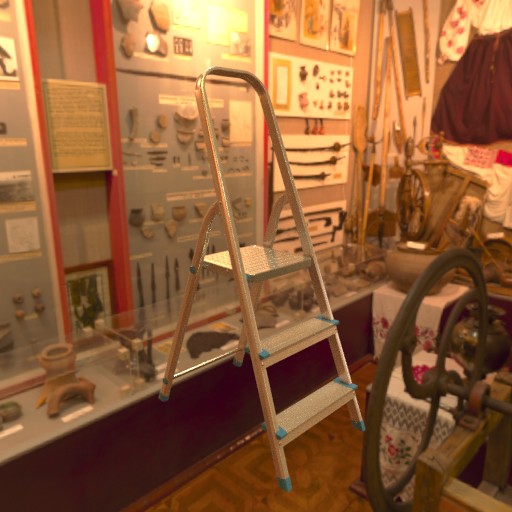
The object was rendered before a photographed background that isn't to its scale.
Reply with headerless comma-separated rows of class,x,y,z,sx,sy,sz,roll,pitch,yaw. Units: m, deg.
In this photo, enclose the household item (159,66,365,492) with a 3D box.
household item,0.000,0.000,1.511,0.420,1.215,0.687,-14,20,-43
